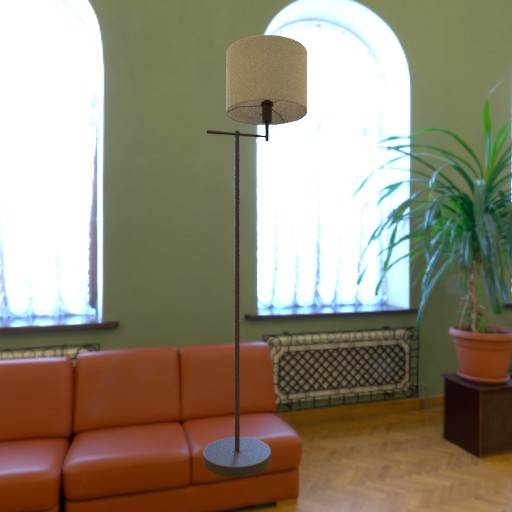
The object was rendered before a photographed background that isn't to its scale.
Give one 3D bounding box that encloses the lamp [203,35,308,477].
[{"bbox_3d":[0.000,0.000,1.751,0.416,1.600,0.324,0,0,-18],"label":"lamp"}]
